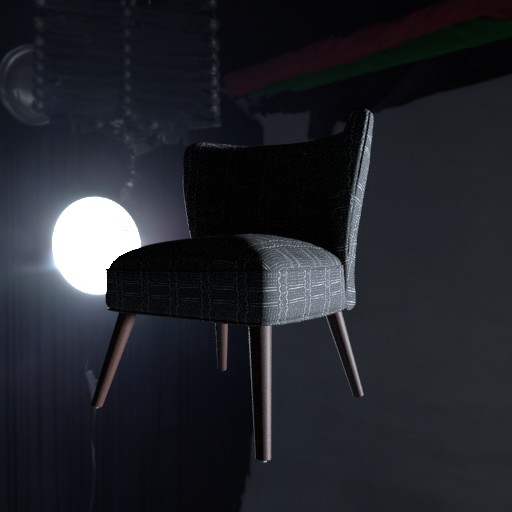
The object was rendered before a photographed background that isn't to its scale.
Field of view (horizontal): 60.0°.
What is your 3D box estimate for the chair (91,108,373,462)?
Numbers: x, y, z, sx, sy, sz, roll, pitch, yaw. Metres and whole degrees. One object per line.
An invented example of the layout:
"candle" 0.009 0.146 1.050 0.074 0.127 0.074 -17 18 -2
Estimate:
"chair" 0.000 0.000 1.385 0.710 0.866 0.758 0 -1 36
